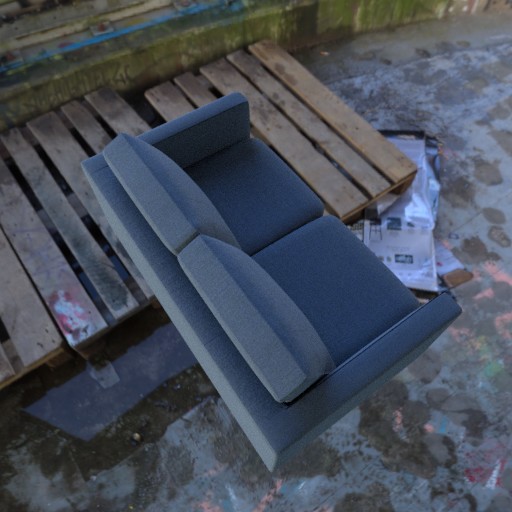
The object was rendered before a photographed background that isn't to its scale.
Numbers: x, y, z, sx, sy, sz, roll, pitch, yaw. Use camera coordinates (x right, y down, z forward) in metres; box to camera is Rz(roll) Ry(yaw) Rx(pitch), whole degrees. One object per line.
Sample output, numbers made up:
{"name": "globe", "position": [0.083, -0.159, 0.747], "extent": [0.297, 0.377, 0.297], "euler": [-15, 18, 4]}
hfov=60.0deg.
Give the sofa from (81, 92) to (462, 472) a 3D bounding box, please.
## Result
{"name": "sofa", "position": [0.000, 0.000, 2.236], "extent": [0.999, 0.907, 1.659], "euler": [-31, 64, -17]}
